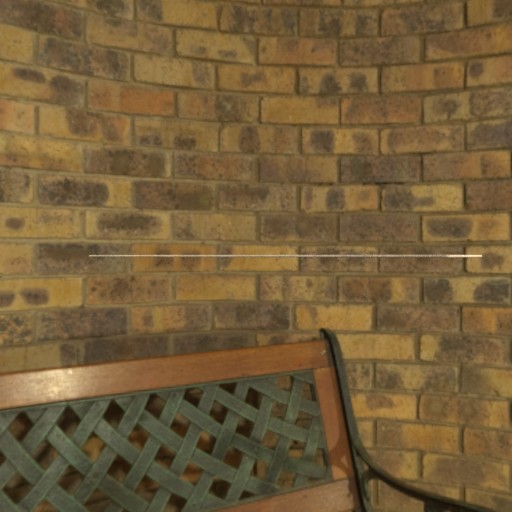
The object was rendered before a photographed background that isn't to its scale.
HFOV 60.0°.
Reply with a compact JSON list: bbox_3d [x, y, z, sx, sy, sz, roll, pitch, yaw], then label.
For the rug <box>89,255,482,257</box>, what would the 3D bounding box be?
[{"bbox_3d":[0.000,0.000,2.774,2.435,0.011,0.750,0,0,36],"label":"rug"}]
